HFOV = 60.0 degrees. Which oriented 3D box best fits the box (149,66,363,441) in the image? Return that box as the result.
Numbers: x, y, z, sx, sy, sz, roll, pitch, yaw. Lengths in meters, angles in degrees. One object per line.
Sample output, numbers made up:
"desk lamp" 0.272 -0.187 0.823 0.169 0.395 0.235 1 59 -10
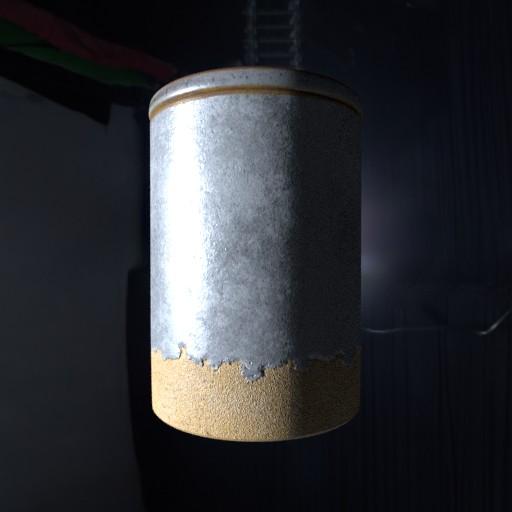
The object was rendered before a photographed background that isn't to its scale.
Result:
"box" 0.000 0.000 0.251 0.118 0.168 0.118 0 0 0
